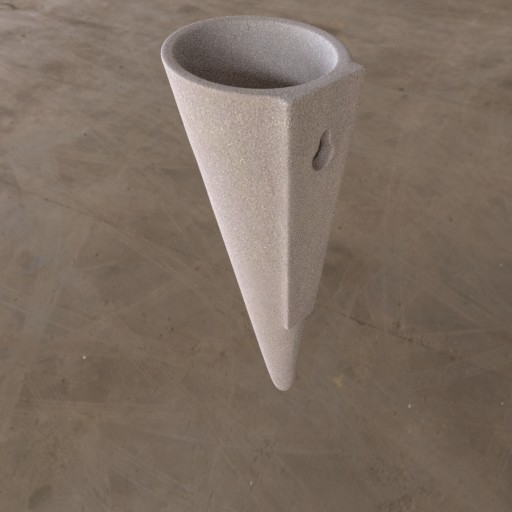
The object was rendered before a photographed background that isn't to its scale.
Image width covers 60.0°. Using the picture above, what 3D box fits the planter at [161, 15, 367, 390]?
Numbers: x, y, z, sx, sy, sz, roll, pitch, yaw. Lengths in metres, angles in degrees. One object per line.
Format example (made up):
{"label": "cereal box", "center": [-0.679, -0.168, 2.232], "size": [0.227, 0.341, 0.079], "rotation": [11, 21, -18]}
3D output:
{"label": "planter", "center": [0.000, 0.000, 0.284], "size": [0.078, 0.259, 0.087], "rotation": [-34, 55, -27]}
